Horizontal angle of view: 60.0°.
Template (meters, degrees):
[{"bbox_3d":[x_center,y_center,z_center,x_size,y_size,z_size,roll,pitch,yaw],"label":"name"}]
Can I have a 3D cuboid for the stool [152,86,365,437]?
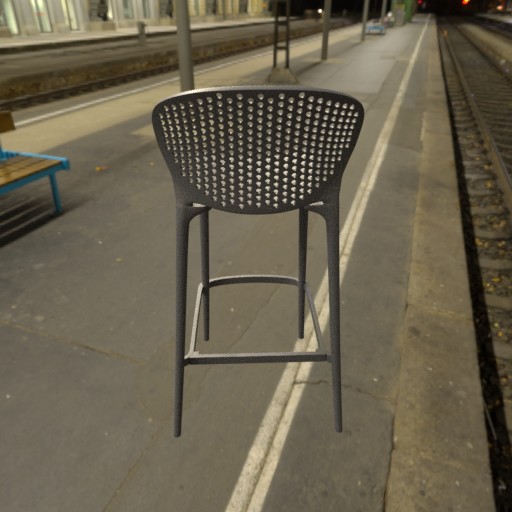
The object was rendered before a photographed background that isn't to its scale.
[{"bbox_3d":[0.000,0.000,1.334,0.536,1.045,0.535,-1,30,-2],"label":"stool"}]
